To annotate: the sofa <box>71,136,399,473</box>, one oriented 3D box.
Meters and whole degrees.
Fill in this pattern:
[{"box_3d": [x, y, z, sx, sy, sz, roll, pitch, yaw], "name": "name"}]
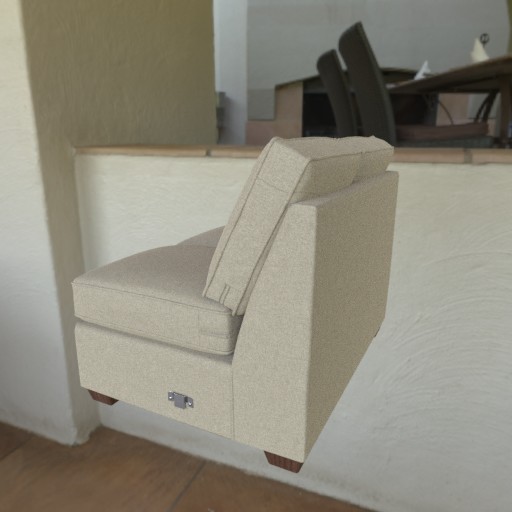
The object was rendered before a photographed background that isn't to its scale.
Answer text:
[{"box_3d": [0.000, 0.000, 1.924, 0.951, 1.008, 1.237, 8, 17, 26], "name": "sofa"}]
